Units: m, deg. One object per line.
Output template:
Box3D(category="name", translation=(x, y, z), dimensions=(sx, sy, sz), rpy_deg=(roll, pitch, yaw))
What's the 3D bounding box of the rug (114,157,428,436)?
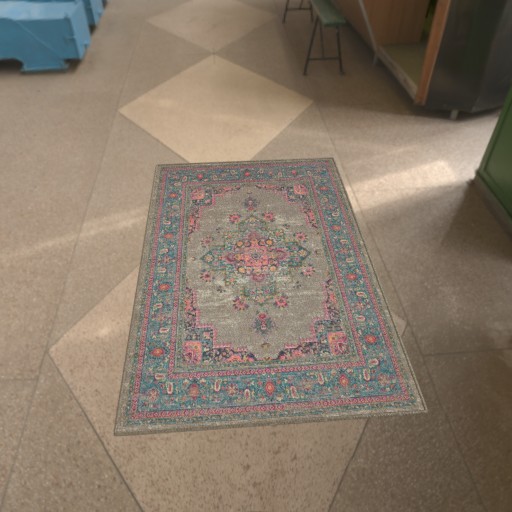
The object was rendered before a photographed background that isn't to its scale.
Box3D(category="rug", translation=(0.000, 0.000, 2.218), dimensions=(1.144, 0.014, 1.748), rpy_deg=(-3, 44, -3))
